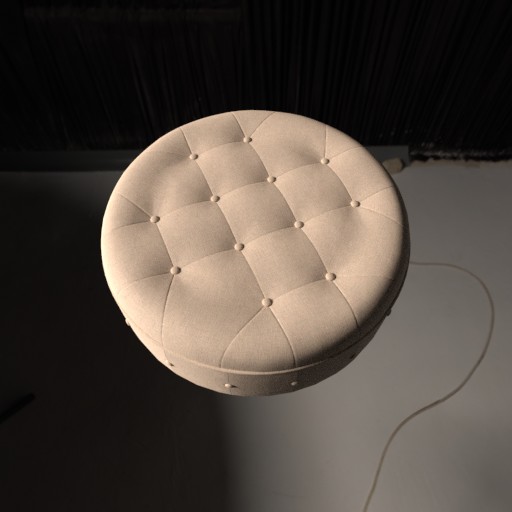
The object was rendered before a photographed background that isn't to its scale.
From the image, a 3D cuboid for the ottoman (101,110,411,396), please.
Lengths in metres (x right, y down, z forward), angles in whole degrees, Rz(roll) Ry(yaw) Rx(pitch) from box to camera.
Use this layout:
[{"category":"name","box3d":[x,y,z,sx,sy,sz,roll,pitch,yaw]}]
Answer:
[{"category":"ottoman","box3d":[0.000,0.000,1.380,0.848,0.494,0.848,0,59,0]}]
